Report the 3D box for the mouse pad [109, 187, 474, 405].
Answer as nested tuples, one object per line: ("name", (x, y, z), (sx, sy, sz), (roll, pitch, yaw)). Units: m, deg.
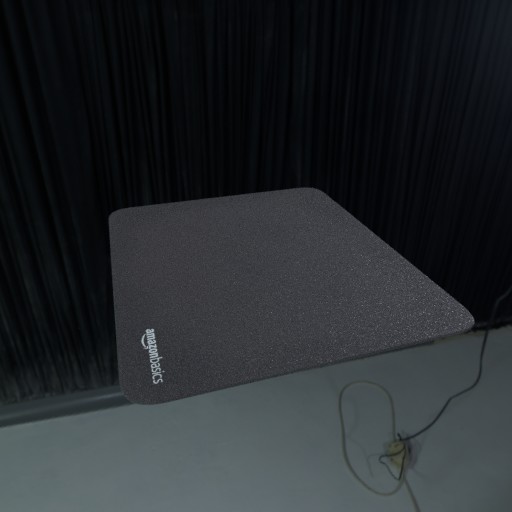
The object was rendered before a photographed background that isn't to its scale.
("mouse pad", (0.000, 0.000, 0.431), (0.269, 0.002, 0.315), (-9, 31, -15))
